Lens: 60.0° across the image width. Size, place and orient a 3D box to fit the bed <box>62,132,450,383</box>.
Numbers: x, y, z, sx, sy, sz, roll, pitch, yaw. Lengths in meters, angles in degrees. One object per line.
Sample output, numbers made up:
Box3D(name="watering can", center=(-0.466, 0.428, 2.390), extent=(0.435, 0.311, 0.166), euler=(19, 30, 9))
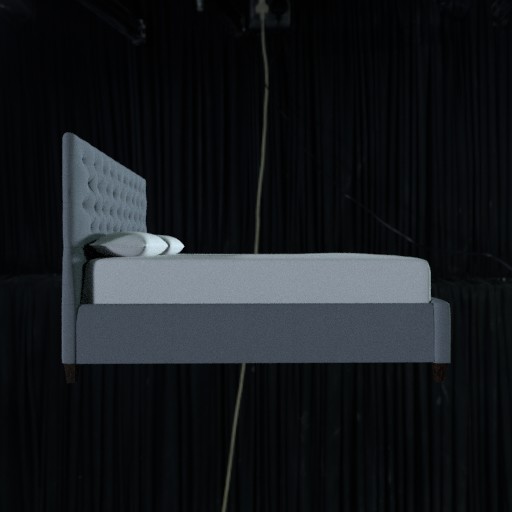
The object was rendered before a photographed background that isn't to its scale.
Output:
Box3D(name="bed", center=(0.000, 0.000, 3.349), extent=(2.231, 1.427, 1.698), euler=(0, 1, 0))
